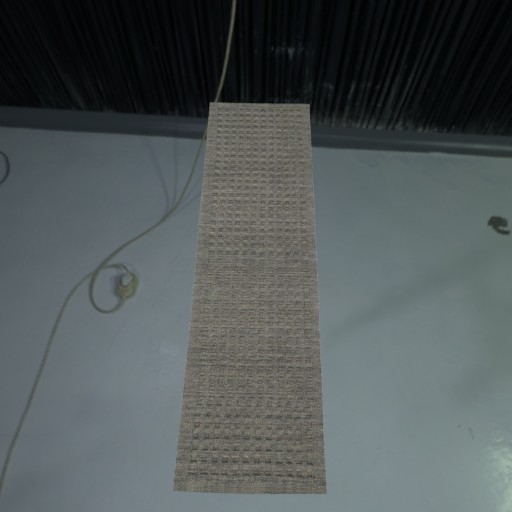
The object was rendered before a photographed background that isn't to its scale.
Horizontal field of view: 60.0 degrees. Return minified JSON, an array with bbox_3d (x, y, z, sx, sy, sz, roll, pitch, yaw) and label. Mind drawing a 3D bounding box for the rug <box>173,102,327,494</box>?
[{"bbox_3d":[0.000,0.000,2.581,0.706,0.009,2.443,1,62,1],"label":"rug"}]
